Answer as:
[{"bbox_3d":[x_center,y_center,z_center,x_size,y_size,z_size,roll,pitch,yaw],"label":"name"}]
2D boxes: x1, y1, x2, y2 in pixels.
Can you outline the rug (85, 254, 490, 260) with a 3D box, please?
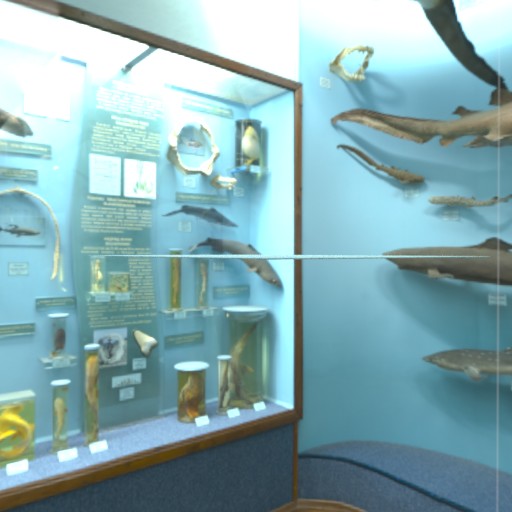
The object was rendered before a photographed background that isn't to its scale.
[{"bbox_3d":[0.000,0.000,3.717,1.982,0.006,2.895,0,1,-36],"label":"rug"}]
